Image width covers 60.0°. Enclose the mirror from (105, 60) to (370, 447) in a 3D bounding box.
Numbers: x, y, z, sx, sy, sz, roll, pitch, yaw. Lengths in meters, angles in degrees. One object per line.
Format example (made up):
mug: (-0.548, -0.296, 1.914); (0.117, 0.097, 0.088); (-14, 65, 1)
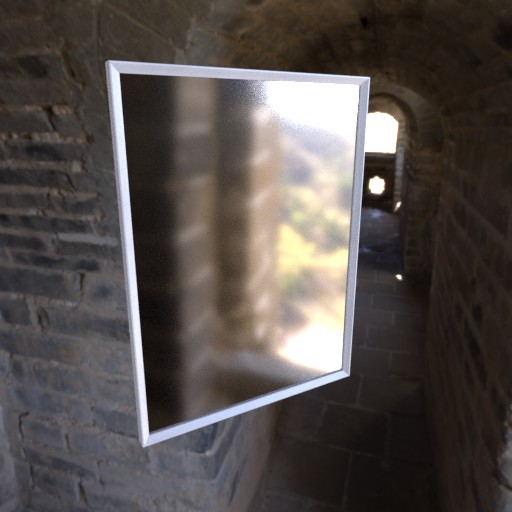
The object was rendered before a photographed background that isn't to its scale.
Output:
mirror: (0.000, 0.000, 1.310); (0.762, 1.016, 0.041); (-9, 19, -28)
